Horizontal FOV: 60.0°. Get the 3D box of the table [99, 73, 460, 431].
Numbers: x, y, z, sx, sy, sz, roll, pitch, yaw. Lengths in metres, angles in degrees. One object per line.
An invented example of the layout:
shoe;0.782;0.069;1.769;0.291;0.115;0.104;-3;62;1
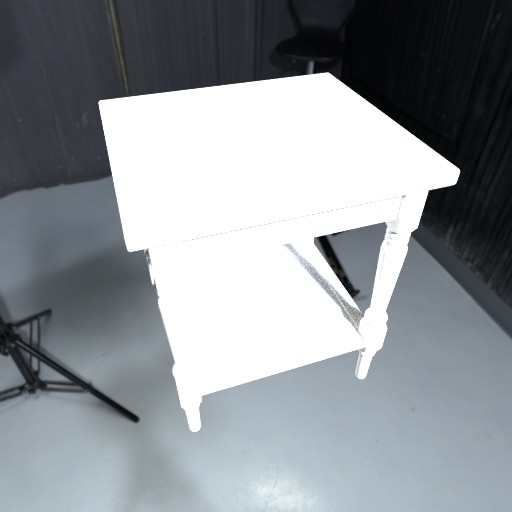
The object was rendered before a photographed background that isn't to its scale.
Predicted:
table;0.000;0.000;0.936;0.488;0.565;0.442;-13;43;-14
